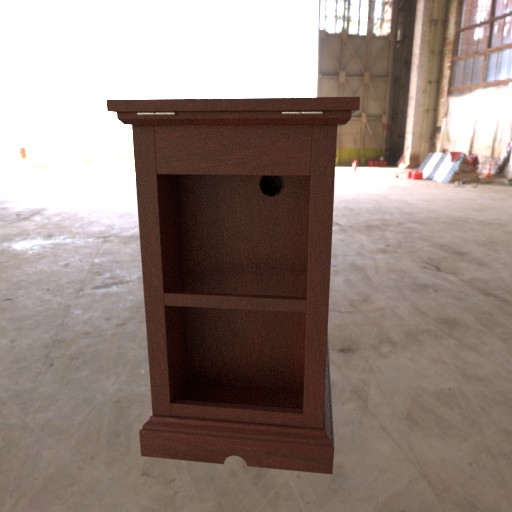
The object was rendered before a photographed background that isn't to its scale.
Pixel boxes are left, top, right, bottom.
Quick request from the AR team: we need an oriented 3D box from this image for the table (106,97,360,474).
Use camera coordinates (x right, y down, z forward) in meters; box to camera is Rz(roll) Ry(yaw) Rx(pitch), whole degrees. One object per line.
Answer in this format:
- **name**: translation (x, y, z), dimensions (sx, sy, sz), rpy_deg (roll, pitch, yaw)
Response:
- **table**: translation (0.000, 0.000, 0.971), dimensions (0.356, 0.612, 0.584), rpy_deg (2, 16, 7)
